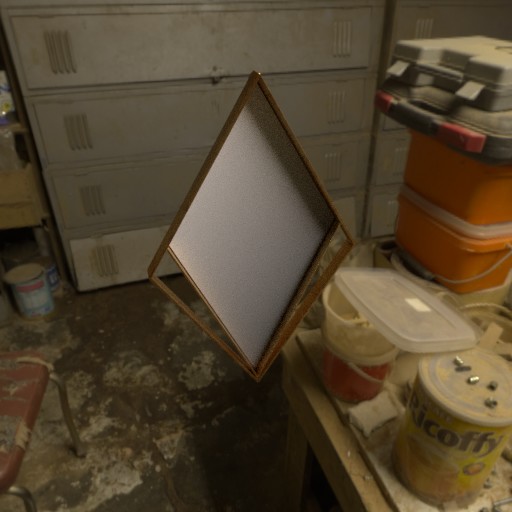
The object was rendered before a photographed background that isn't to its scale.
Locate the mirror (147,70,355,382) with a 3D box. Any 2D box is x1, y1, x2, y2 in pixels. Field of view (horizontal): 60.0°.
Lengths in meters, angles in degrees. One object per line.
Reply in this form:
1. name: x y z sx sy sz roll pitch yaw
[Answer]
1. mirror: 0.000 0.000 0.872 0.419 0.679 0.032 -9 33 -15
